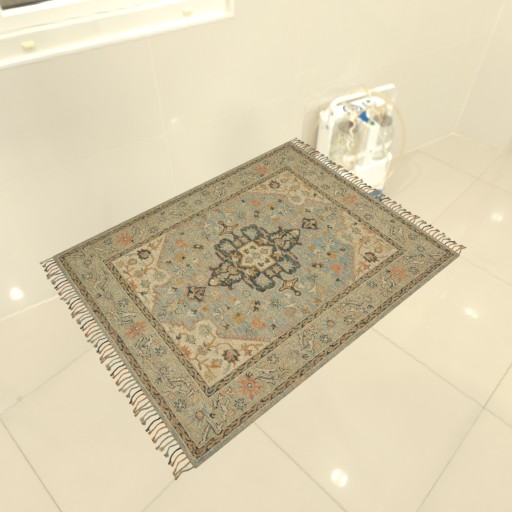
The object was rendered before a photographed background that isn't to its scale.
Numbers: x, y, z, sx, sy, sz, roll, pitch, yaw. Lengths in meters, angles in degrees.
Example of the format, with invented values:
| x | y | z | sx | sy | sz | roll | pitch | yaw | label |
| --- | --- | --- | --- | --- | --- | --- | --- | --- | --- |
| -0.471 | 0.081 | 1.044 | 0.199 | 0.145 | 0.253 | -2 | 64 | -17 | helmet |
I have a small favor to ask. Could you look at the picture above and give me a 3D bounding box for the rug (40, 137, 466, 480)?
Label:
| x | y | z | sx | sy | sz | roll | pitch | yaw | label |
| --- | --- | --- | --- | --- | --- | --- | --- | --- | --- |
| 0.000 | 0.000 | 2.210 | 1.730 | 0.009 | 1.278 | -31 | 56 | -25 | rug |
